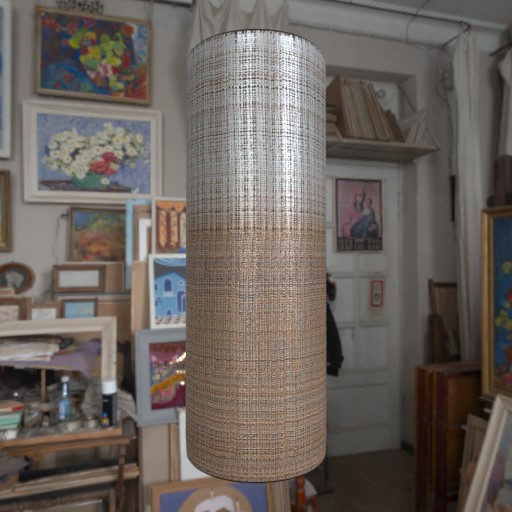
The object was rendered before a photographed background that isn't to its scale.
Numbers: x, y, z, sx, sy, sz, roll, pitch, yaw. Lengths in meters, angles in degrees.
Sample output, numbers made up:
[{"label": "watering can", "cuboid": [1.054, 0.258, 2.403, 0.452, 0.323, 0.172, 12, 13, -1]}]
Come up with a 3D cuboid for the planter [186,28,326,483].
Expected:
[{"label": "planter", "cuboid": [0.000, 0.000, 0.317, 0.099, 0.278, 0.099, -1, -1, 36]}]
